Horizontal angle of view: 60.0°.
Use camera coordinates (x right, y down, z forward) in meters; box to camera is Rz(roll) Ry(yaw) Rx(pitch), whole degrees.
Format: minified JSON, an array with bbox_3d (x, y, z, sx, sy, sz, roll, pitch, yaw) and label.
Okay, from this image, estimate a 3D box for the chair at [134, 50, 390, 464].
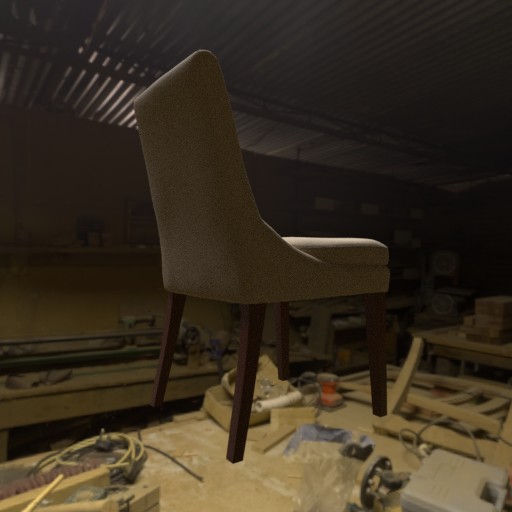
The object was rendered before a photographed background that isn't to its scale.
[{"bbox_3d":[0.000,0.000,1.322,0.638,0.940,0.515,0,0,-36],"label":"chair"}]
